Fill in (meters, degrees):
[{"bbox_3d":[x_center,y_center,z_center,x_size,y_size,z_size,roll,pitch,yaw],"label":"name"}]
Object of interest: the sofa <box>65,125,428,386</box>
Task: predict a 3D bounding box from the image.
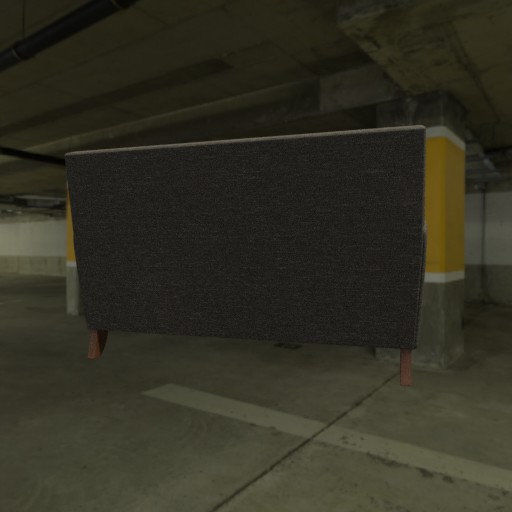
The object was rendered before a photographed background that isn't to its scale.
[{"bbox_3d":[0.000,0.000,2.079,1.509,0.905,0.867,0,1,17],"label":"sofa"}]
